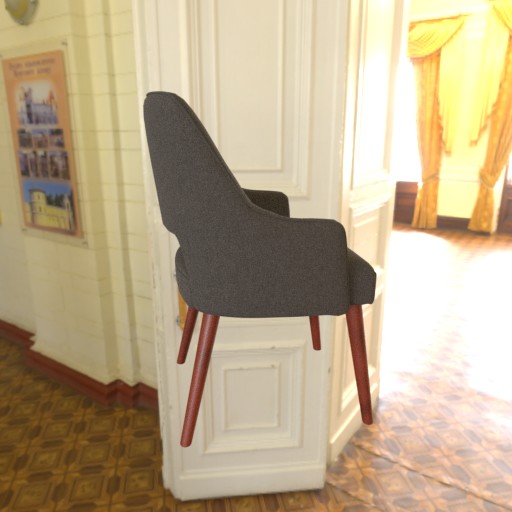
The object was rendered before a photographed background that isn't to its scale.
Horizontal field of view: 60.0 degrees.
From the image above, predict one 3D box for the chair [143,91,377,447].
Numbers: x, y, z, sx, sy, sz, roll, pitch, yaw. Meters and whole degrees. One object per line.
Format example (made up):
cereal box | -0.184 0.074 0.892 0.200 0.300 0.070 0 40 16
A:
chair | 0.000 0.000 1.234 0.560 0.838 0.559 -3 16 -11
